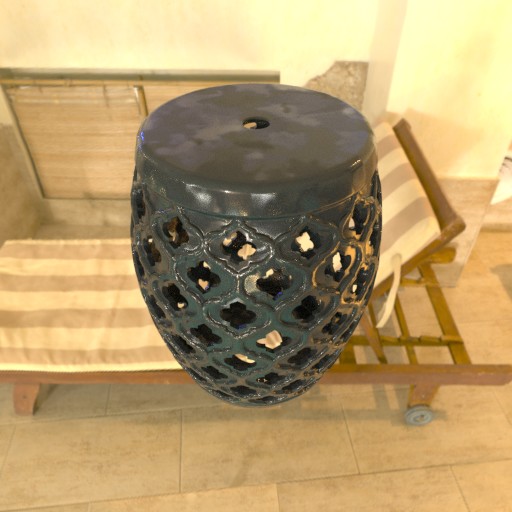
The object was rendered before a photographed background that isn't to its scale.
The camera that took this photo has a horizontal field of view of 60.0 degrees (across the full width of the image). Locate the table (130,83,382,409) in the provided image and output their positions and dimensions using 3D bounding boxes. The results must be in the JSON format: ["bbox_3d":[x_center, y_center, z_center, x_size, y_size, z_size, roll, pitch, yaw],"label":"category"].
[{"bbox_3d":[0.000,0.000,0.615,0.325,0.388,0.325,0,41,0],"label":"table"}]
